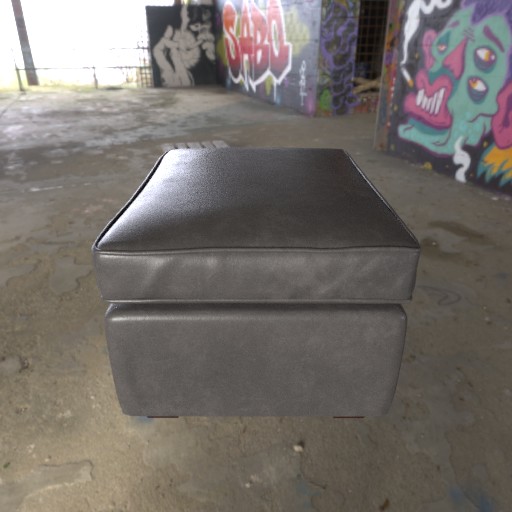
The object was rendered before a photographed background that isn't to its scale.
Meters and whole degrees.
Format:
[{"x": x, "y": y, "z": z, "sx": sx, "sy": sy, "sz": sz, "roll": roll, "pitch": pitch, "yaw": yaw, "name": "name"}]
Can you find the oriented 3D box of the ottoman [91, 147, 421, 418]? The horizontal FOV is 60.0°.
[{"x": 0.000, "y": 0.000, "z": 1.122, "sx": 0.554, "sy": 0.445, "sz": 0.756, "roll": 0, "pitch": 26, "yaw": 0, "name": "ottoman"}]
